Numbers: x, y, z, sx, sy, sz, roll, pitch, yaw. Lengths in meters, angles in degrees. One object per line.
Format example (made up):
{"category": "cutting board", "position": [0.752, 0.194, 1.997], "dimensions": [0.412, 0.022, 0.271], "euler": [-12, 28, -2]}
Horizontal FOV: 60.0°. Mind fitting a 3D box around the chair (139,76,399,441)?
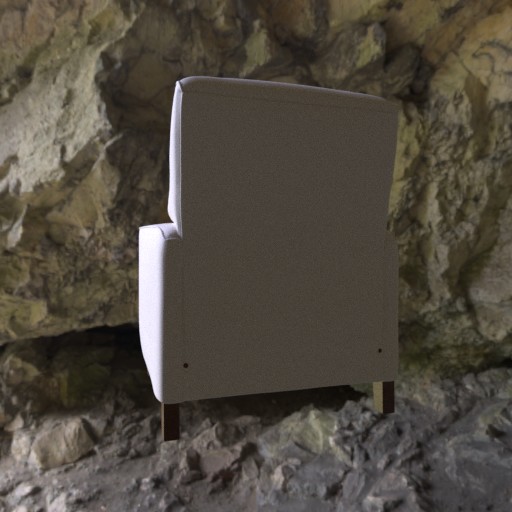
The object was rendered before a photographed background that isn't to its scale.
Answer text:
{"category": "chair", "position": [0.000, 0.000, 1.665], "dimensions": [0.841, 1.028, 0.858], "euler": [0, 1, -17]}
